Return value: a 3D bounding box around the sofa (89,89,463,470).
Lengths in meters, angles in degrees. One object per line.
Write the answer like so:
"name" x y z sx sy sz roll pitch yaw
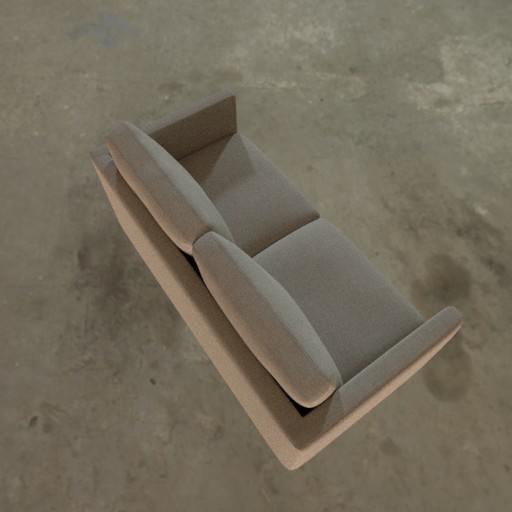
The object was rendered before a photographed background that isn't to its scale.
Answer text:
"sofa" 0.000 0.000 2.392 0.951 0.947 1.884 -31 63 -18
